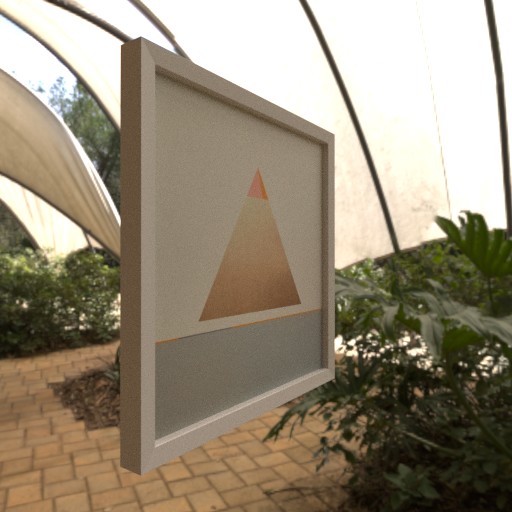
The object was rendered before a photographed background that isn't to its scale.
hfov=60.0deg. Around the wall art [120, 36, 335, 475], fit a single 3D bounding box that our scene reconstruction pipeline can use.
[{"bbox_3d":[0.000,0.000,1.852,0.098,1.291,1.289,0,0,36],"label":"wall art"}]
